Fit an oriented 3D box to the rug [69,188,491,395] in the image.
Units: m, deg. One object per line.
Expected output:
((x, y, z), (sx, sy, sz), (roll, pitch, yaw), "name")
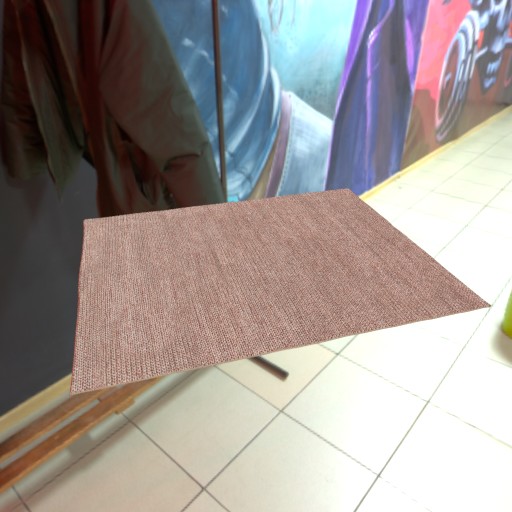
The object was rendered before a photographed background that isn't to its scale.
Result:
((0.000, 0.000, 4.012), (3.052, 0.030, 2.429), (-9, 32, -14), "rug")
